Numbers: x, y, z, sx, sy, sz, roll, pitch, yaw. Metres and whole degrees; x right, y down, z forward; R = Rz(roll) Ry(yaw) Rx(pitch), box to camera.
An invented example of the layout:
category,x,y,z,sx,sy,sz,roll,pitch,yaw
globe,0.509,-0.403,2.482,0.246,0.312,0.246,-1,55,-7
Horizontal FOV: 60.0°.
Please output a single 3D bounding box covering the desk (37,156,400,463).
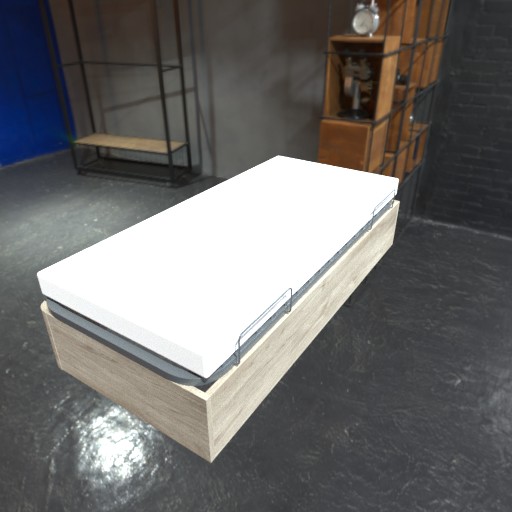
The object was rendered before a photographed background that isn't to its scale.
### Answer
category,x,y,z,sx,sy,sz,roll,pitch,yaw
desk,0.000,0.000,2.302,0.900,0.455,1.900,18,34,29
